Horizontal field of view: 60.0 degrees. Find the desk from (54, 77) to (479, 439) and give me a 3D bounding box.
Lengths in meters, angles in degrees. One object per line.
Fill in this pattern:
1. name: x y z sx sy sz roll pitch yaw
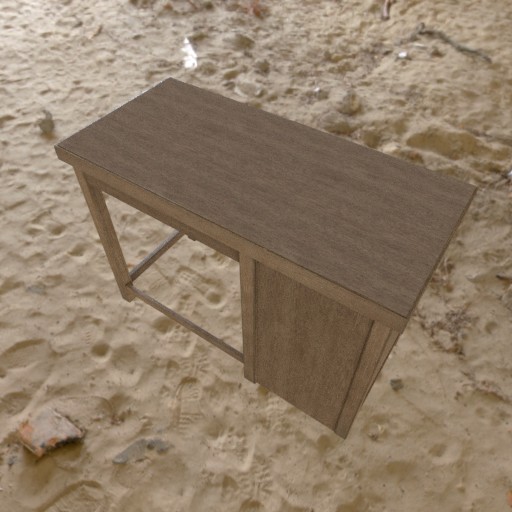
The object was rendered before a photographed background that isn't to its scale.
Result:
1. desk: 0.000 0.000 1.805 1.289 0.912 0.610 27 54 22
